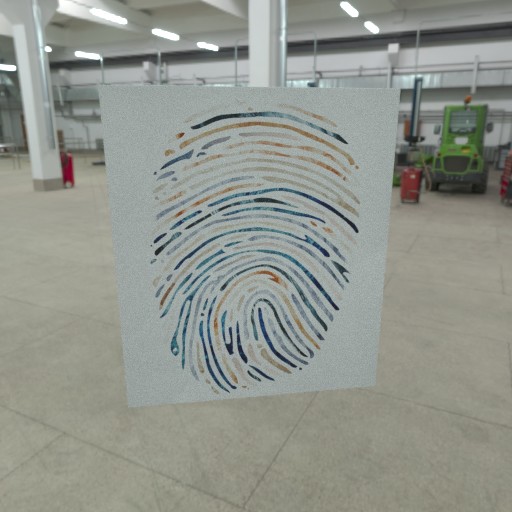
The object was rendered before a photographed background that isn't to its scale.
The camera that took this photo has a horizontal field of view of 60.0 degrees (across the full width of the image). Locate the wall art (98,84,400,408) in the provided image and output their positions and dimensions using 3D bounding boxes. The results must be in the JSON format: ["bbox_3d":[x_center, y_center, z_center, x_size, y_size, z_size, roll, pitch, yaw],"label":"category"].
[{"bbox_3d":[0.000,0.000,0.994,0.609,0.710,0.021,-2,16,-8],"label":"wall art"}]
